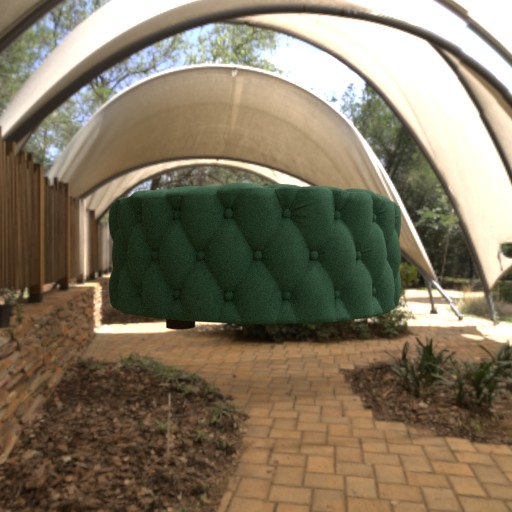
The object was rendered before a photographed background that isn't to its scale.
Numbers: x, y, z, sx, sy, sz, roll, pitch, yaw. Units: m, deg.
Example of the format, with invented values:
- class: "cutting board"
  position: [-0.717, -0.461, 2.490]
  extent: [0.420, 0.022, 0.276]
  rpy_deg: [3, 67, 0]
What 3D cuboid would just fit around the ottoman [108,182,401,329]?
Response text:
- class: "ottoman"
  position: [0.000, 0.000, 1.581]
  extent: [0.998, 0.399, 0.998]
  rpy_deg: [0, 0, 0]
